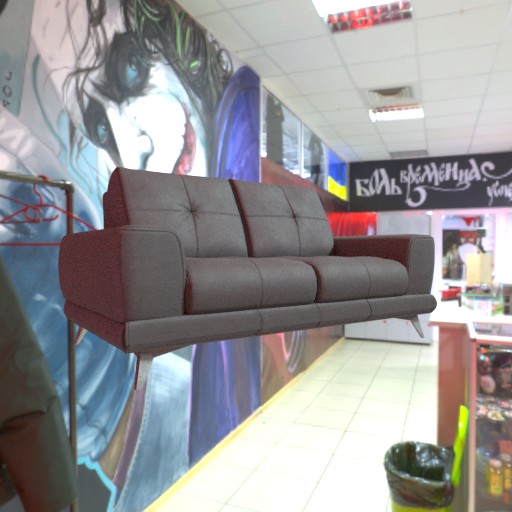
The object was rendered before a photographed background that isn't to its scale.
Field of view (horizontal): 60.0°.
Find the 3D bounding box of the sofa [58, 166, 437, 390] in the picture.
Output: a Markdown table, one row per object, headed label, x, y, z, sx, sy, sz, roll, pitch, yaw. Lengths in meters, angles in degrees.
| label | x | y | z | sx | sy | sz | roll | pitch | yaw |
| --- | --- | --- | --- | --- | --- | --- | --- | --- | --- |
| sofa | 0.000 | 0.000 | 2.362 | 1.806 | 0.907 | 1.018 | -1 | 1 | -35 |
